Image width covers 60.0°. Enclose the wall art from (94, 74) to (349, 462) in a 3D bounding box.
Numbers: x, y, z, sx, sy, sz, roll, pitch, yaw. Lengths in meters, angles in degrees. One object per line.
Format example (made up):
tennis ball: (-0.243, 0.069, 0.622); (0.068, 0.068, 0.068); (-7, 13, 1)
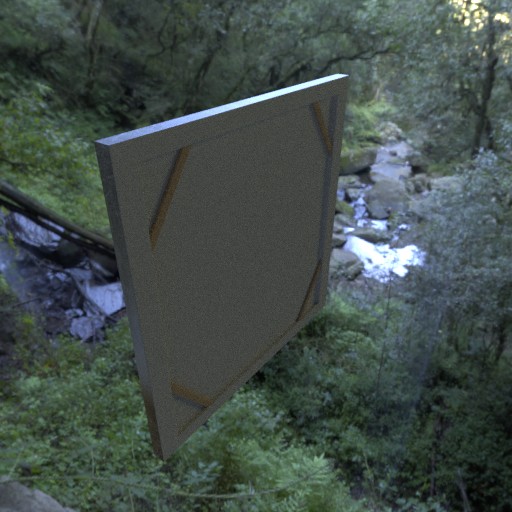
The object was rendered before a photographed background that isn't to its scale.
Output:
wall art: (0.000, 0.000, 1.602); (0.051, 1.091, 1.092); (22, 37, 31)
